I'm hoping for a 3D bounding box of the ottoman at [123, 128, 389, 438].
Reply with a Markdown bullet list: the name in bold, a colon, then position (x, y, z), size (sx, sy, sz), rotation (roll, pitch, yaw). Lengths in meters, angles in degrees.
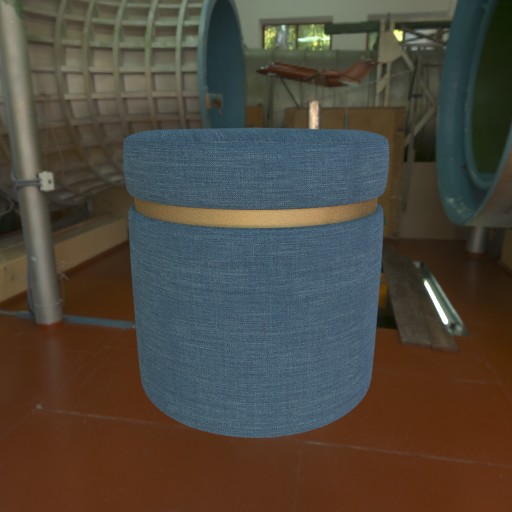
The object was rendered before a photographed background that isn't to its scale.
- **ottoman**: position (0.000, 0.000, 0.730), size (0.398, 0.406, 0.398), rotation (0, 16, 0)
